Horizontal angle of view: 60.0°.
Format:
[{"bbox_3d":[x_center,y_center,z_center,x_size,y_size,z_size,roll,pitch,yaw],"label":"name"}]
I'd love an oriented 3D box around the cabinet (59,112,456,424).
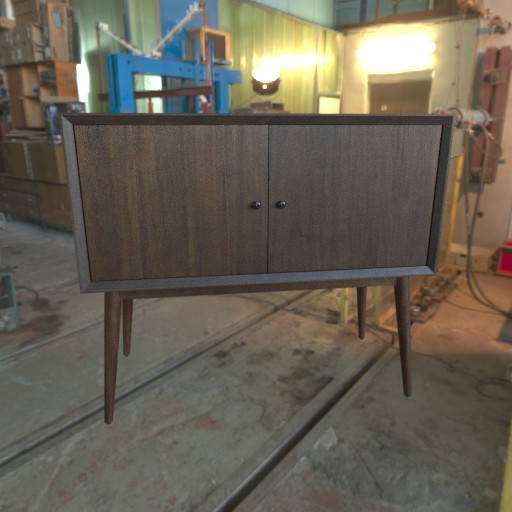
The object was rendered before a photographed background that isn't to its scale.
[{"bbox_3d":[0.000,0.000,1.080,0.743,0.654,0.354,-2,17,-8],"label":"cabinet"}]
